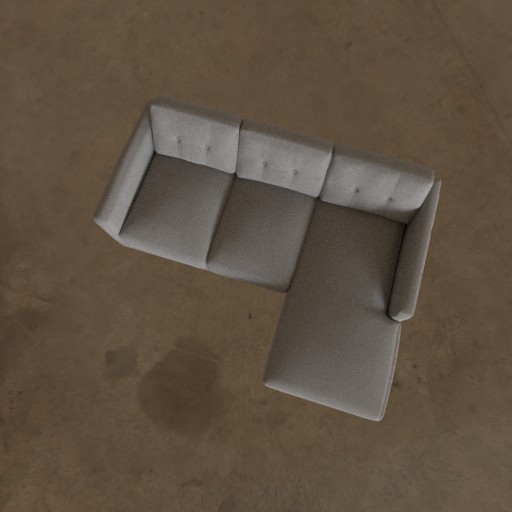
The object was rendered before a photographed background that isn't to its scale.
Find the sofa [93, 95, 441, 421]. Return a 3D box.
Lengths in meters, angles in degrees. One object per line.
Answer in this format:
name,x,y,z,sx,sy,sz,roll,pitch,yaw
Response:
sofa,0.000,0.000,2.890,2.040,0.860,1.530,16,76,4
